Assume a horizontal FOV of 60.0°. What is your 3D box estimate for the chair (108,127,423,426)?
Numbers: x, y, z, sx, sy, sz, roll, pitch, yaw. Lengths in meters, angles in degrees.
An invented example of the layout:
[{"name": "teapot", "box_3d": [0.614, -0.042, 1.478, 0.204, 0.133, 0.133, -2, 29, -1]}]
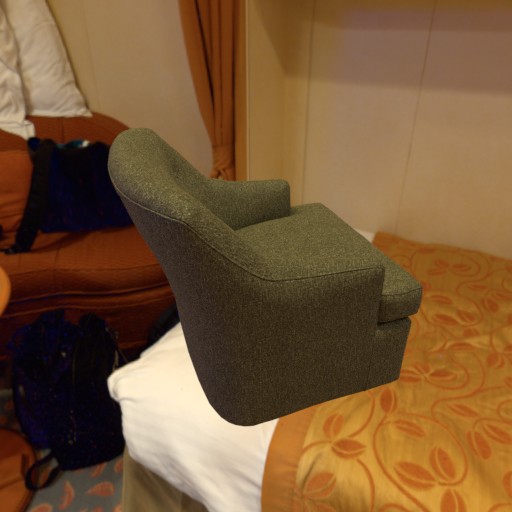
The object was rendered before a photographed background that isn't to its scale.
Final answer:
[{"name": "chair", "box_3d": [0.000, 0.000, 1.621, 0.923, 0.856, 0.864, -10, 31, -17]}]
